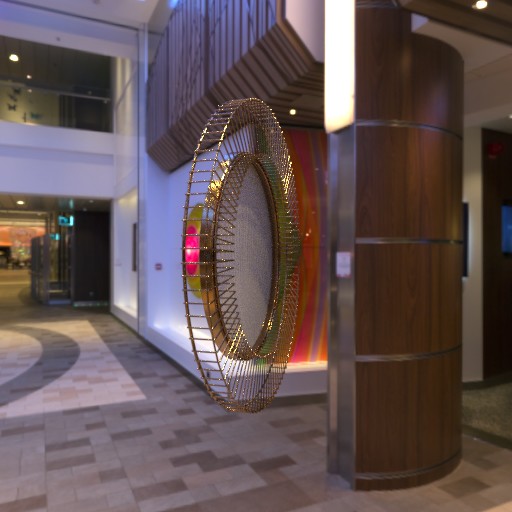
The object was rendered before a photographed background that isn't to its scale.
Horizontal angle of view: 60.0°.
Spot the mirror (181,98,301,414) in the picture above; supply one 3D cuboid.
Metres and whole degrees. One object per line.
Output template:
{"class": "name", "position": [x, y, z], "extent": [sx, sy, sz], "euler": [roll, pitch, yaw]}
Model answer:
{"class": "mirror", "position": [0.000, 0.000, 1.050], "extent": [0.067, 0.703, 0.703], "euler": [0, 0, 18]}
